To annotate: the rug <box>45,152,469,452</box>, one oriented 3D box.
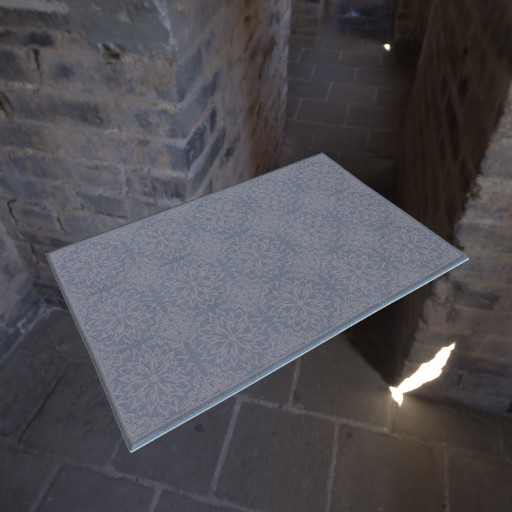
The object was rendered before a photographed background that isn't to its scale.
[{"bbox_3d":[0.000,0.000,3.437,2.746,0.018,1.819,-24,49,-23],"label":"rug"}]
